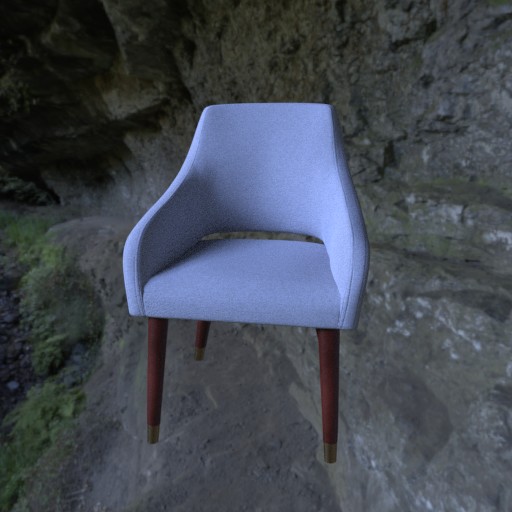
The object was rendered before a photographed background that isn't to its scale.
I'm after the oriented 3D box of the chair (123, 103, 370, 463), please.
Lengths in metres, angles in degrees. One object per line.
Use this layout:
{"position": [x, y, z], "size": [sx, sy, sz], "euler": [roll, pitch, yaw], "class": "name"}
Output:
{"position": [0.000, 0.000, 1.306], "size": [0.609, 0.889, 0.600], "euler": [2, 16, 9], "class": "chair"}
